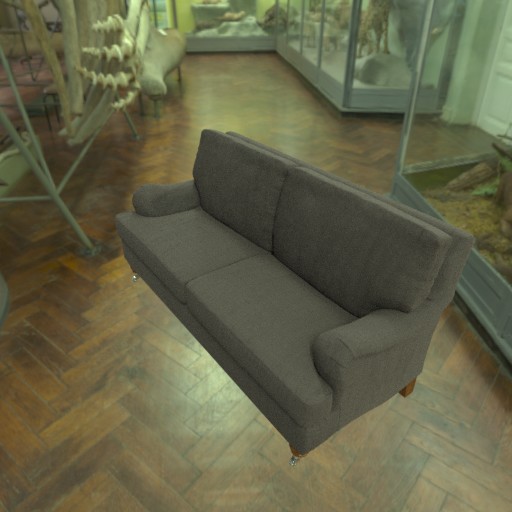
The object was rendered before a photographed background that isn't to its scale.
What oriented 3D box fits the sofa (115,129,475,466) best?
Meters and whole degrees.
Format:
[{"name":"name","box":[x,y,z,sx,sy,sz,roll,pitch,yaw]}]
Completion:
[{"name":"sofa","box":[0.000,0.000,2.776,1.086,1.087,2.165,-21,38,-30]}]
